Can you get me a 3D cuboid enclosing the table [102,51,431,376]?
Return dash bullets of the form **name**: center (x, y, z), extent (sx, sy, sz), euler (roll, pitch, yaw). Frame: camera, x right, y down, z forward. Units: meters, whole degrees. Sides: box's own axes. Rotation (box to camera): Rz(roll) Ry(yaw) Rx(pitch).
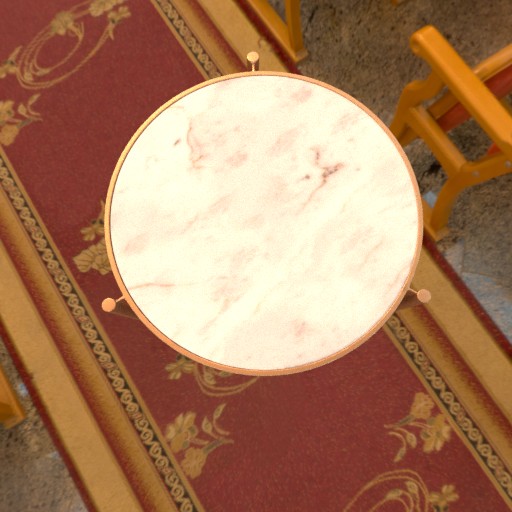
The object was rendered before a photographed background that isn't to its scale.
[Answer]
- **table**: center (0.000, 0.000, 0.822), extent (0.456, 0.493, 0.430), euler (-32, 79, -7)
